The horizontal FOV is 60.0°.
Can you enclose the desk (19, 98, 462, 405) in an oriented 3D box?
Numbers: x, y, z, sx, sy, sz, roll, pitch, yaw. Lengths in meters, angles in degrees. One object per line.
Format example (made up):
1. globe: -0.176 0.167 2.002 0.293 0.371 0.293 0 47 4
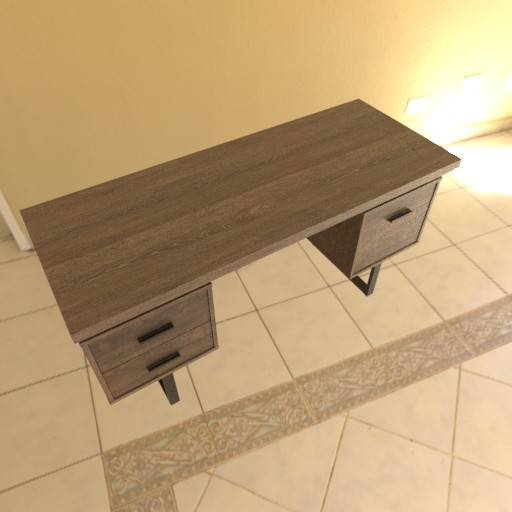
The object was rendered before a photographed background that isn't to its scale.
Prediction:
1. desk: 0.000 0.000 1.885 1.524 0.760 0.600 -24 50 -22
